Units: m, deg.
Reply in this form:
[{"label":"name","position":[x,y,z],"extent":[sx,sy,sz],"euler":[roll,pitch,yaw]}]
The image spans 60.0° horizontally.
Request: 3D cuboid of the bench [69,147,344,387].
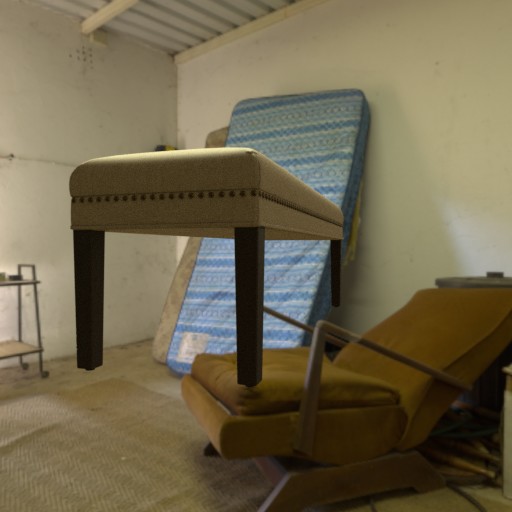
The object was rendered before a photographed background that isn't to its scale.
[{"label":"bench","position":[0.000,0.000,1.417],"extent":[0.410,0.457,1.219],"euler":[0,1,18]}]
